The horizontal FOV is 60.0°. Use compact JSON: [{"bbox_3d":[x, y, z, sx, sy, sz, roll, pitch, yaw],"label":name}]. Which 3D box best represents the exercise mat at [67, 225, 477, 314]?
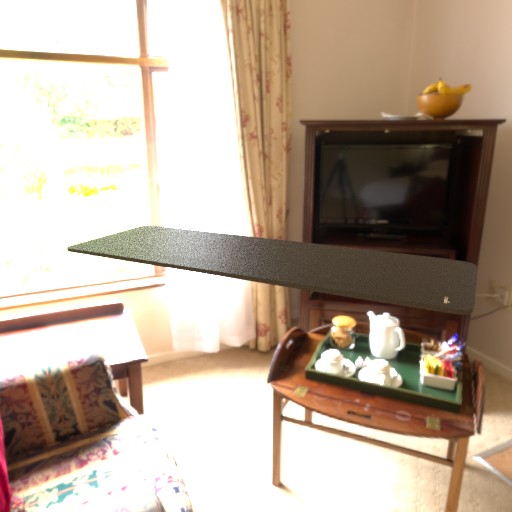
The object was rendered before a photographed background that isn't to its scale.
[{"bbox_3d":[0.000,0.000,2.080,1.869,0.021,0.616,8,17,25],"label":"exercise mat"}]
